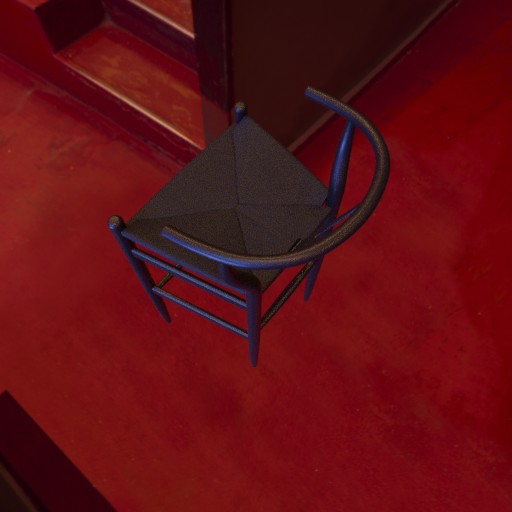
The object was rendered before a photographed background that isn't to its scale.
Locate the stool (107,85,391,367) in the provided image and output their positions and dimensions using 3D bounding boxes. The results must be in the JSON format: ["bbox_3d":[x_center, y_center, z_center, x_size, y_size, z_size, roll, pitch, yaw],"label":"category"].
[{"bbox_3d":[0.000,0.000,1.439,0.579,1.072,0.569,35,68,16],"label":"stool"}]
